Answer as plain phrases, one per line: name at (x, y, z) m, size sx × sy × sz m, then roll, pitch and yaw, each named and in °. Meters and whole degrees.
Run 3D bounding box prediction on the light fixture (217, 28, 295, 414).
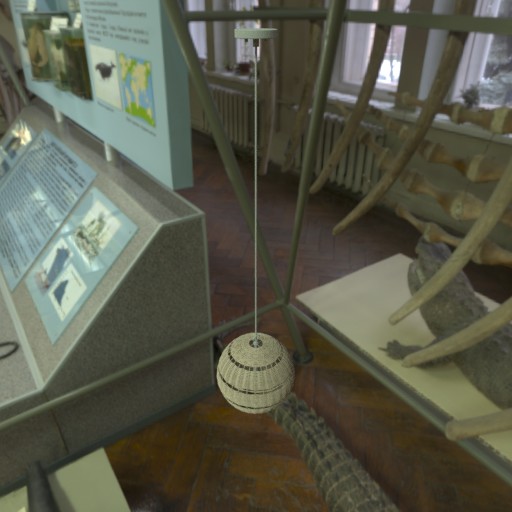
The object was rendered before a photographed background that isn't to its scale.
light fixture at (0.000, 0.000, 2.216) m, size 0.457 × 2.019 × 0.457 m, roll -19°, pitch 34°, yaw -30°
